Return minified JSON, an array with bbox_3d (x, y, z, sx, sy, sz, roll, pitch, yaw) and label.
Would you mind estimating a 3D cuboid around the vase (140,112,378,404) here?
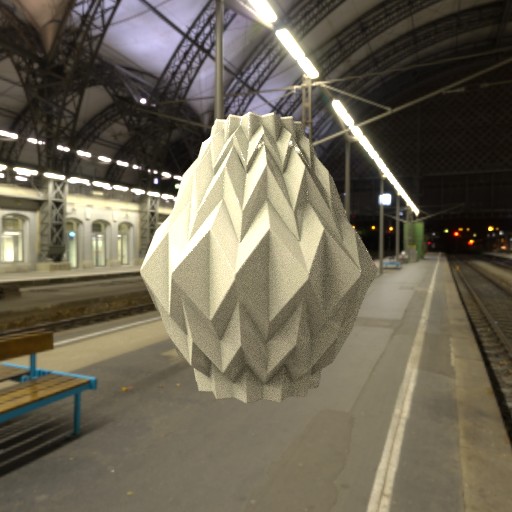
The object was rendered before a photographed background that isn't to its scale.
[{"bbox_3d":[0.000,0.000,0.315,0.164,0.185,0.164,0,1,0],"label":"vase"}]
